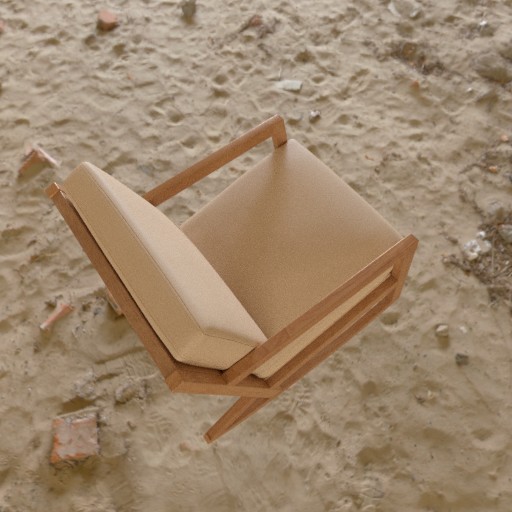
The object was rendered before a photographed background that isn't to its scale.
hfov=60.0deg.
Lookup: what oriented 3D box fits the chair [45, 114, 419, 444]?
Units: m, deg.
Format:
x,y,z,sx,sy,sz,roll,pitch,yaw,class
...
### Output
x,y,z,sx,sy,sz,roll,pitch,yaw,class
0.000,0.000,1.382,0.857,0.790,0.622,-32,64,-18,chair
